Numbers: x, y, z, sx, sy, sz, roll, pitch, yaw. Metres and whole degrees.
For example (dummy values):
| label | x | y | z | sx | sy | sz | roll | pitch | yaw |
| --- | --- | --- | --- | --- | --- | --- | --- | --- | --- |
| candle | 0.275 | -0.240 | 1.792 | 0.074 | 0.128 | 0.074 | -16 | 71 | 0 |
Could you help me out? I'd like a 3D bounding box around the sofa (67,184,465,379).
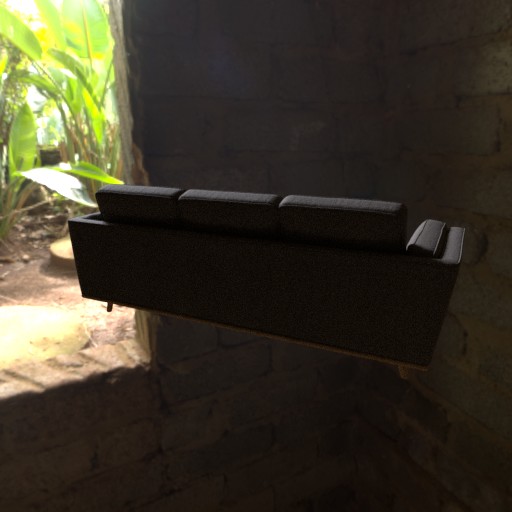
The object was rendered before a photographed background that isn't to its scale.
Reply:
| label | x | y | z | sx | sy | sz | roll | pitch | yaw |
| --- | --- | --- | --- | --- | --- | --- | --- | --- | --- |
| sofa | 0.000 | 0.000 | 2.824 | 2.362 | 0.899 | 0.903 | 7 | 17 | 25 |
